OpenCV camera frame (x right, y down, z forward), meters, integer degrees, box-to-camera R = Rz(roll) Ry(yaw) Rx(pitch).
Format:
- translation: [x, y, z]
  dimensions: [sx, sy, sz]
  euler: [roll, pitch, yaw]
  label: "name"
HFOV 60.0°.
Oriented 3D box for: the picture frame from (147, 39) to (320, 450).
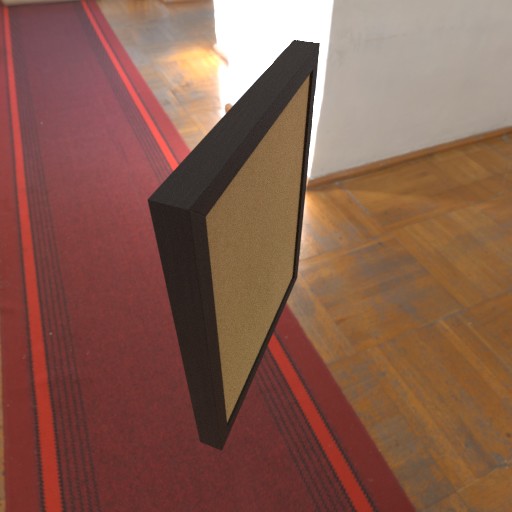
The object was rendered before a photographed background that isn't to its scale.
- translation: [0.000, 0.000, 0.758]
  dimensions: [0.044, 0.555, 0.452]
  euler: [15, 47, 15]
  label: "picture frame"
